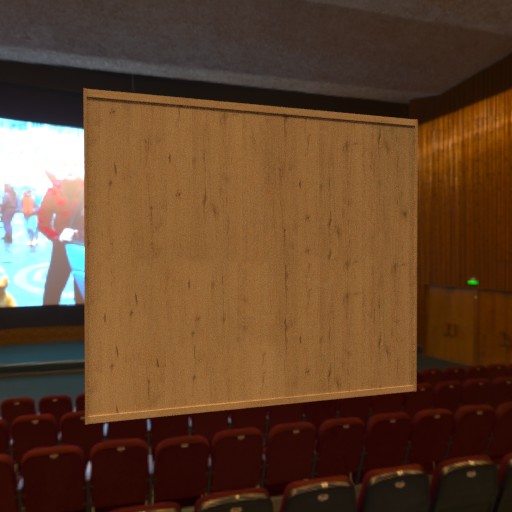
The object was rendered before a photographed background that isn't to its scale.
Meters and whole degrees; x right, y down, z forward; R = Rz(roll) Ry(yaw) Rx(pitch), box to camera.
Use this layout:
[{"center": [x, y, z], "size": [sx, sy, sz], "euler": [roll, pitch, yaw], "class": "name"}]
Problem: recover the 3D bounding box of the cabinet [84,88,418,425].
[{"center": [0.000, 0.000, 3.530], "size": [2.500, 2.180, 0.660], "euler": [0, 1, -16], "class": "cabinet"}]
